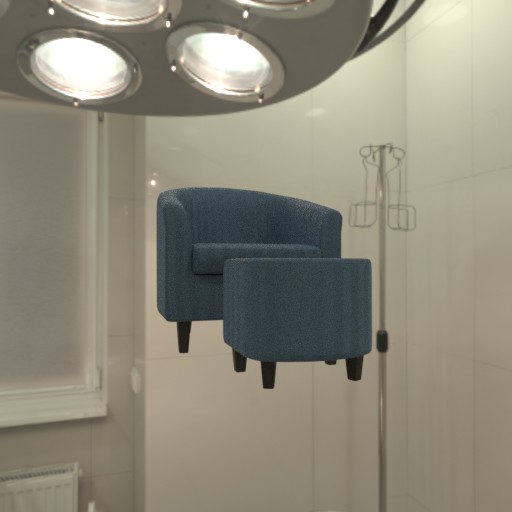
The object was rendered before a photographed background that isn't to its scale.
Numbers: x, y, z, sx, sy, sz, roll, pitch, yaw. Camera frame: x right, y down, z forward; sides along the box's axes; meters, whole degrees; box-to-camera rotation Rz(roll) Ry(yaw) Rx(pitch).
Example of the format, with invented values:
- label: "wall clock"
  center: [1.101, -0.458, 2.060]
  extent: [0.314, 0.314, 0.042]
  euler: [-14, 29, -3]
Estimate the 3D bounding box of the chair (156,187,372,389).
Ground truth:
- label: "chair"
  center: [0.000, 0.000, 1.809]
  extent: [0.756, 0.757, 1.288]
  euler: [0, -1, -18]
